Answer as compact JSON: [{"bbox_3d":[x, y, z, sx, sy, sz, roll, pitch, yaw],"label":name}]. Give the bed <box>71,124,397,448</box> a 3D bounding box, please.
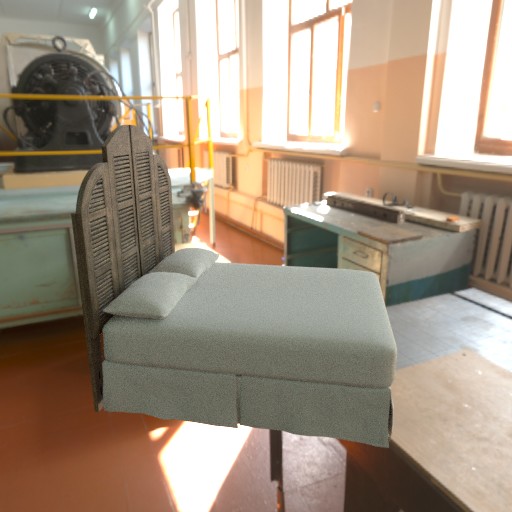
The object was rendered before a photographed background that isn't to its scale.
[{"bbox_3d":[0.000,0.000,3.553,2.138,2.019,1.713,3,17,10],"label":"bed"}]
